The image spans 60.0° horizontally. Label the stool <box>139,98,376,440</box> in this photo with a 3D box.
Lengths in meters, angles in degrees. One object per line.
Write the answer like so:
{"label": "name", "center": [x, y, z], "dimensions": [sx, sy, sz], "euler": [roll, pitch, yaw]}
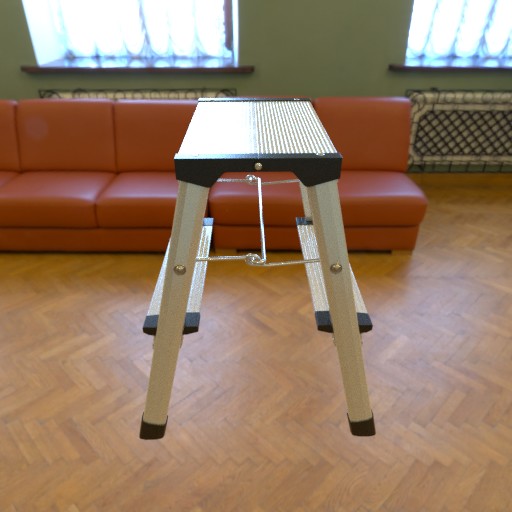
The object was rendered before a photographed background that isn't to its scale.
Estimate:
{"label": "stool", "center": [0.000, 0.000, 0.799], "dimensions": [0.405, 0.480, 0.404], "euler": [-1, 32, -1]}
